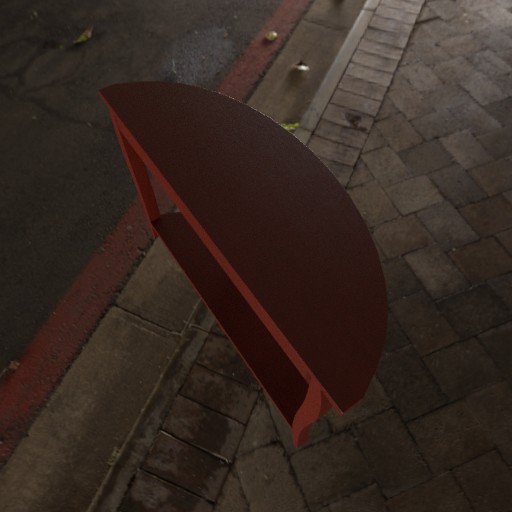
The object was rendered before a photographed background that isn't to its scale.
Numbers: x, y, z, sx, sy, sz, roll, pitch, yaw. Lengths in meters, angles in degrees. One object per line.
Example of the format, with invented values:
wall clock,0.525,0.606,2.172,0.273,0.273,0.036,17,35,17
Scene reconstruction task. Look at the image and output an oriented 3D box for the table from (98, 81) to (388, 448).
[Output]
table,0.000,0.000,1.557,0.405,0.779,1.219,-30,63,-17
